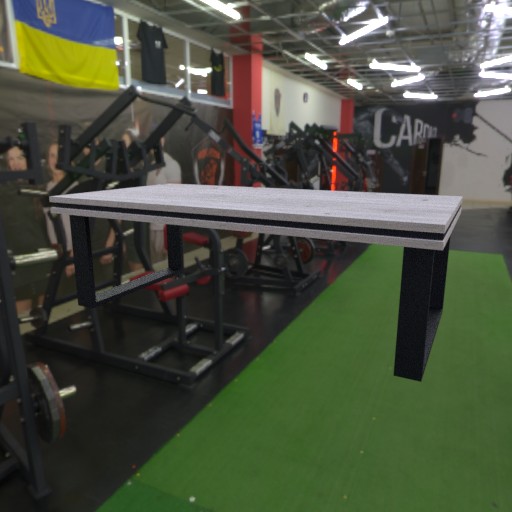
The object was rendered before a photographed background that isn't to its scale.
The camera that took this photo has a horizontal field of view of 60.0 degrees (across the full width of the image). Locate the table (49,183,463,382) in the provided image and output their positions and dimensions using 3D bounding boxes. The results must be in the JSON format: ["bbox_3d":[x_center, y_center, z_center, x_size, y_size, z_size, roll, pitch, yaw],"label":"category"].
[{"bbox_3d":[0.000,0.000,1.683,1.350,0.450,0.700,7,15,27],"label":"table"}]
